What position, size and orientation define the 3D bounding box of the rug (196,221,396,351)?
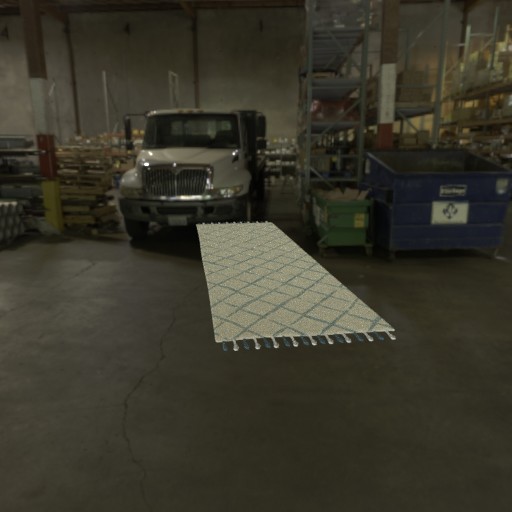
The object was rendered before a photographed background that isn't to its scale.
[{"bbox_3d":[0.000,0.000,2.556,0.620,0.008,2.372,-2,14,-9],"label":"rug"}]
